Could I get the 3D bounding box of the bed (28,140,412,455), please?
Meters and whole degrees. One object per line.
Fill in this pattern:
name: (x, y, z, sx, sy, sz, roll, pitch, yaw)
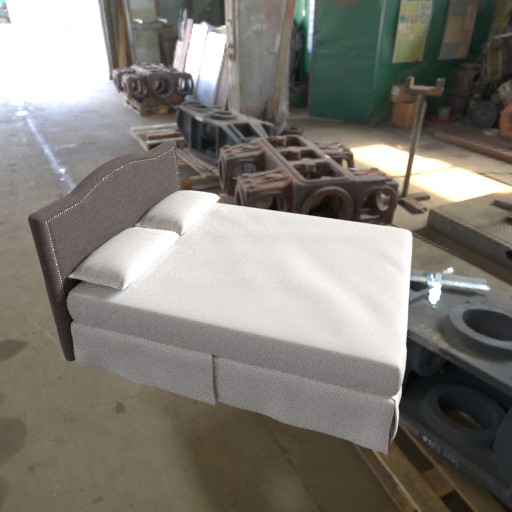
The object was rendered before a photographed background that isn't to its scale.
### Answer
bed: (0.000, 0.000, 3.845, 2.689, 1.457, 2.161, 10, 31, 16)
